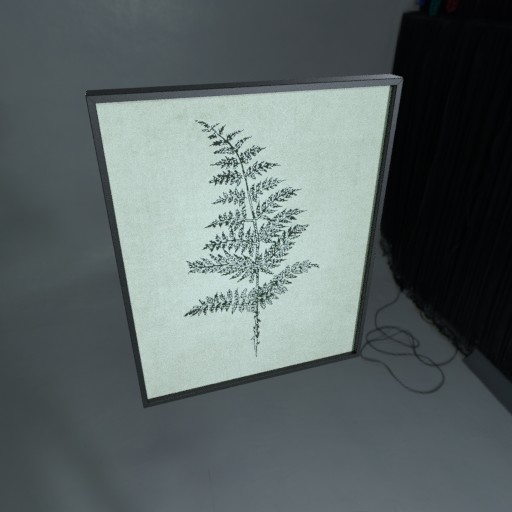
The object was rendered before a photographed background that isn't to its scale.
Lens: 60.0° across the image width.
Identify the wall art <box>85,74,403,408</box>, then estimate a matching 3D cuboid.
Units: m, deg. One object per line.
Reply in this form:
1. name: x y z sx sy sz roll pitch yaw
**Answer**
1. wall art: 0.000 0.000 0.756 0.449 0.555 0.039 -9 32 -15
